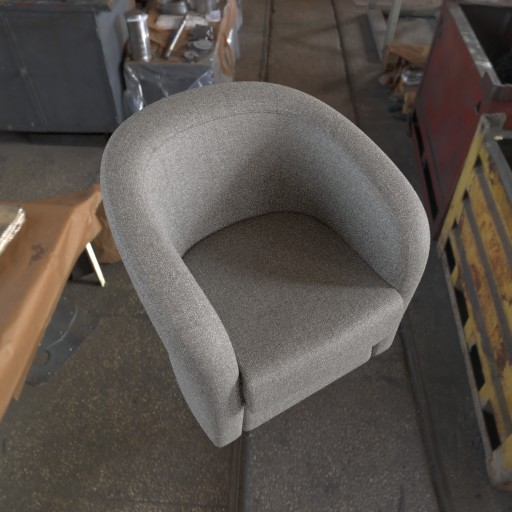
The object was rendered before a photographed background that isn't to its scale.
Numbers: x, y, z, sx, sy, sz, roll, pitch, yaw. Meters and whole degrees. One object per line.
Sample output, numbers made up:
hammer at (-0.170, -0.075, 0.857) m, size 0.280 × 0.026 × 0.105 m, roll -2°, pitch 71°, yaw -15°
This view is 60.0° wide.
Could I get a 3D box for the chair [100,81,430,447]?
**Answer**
chair at (0.000, 0.000, 1.393) m, size 0.791 × 0.771 × 0.815 m, roll -24°, pitch 52°, yaw -20°
